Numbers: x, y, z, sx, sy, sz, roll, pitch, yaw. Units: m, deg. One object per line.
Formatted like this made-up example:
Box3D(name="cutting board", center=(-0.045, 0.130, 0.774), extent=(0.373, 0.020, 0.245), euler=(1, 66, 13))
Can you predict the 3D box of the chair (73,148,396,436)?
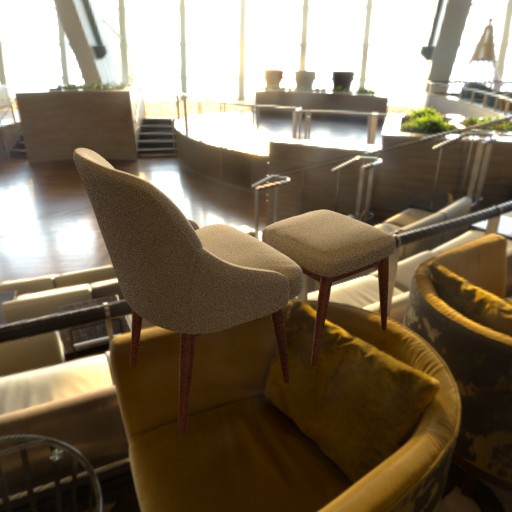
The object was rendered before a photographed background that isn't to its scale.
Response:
Box3D(name="chair", center=(0.000, 0.000, 1.608), extent=(1.114, 0.866, 0.584), euler=(-17, 30, -32))
